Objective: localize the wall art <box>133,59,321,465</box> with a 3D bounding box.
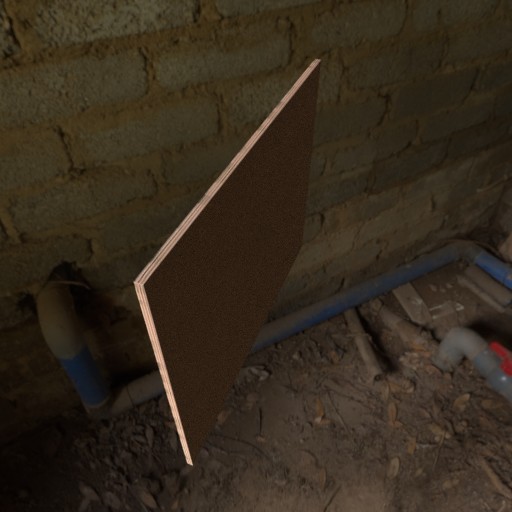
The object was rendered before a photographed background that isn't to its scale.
[{"bbox_3d":[0.000,0.000,0.679,0.010,0.408,0.508,17,48,16],"label":"wall art"}]
